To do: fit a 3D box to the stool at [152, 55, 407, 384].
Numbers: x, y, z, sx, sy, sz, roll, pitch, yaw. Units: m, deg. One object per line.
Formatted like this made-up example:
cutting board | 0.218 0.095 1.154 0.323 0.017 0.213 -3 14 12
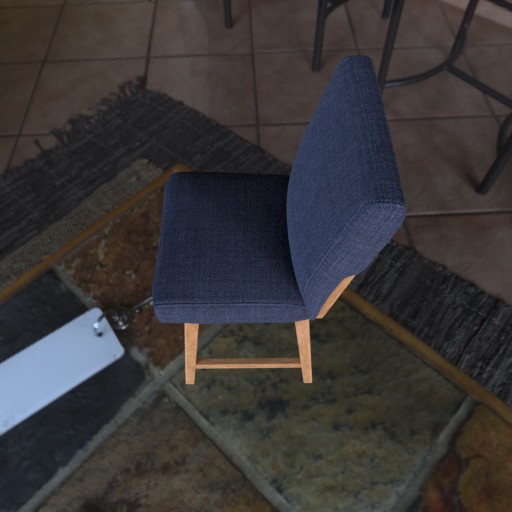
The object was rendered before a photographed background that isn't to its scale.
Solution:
stool | 0.000 0.000 1.281 0.526 1.010 0.459 0 59 0
